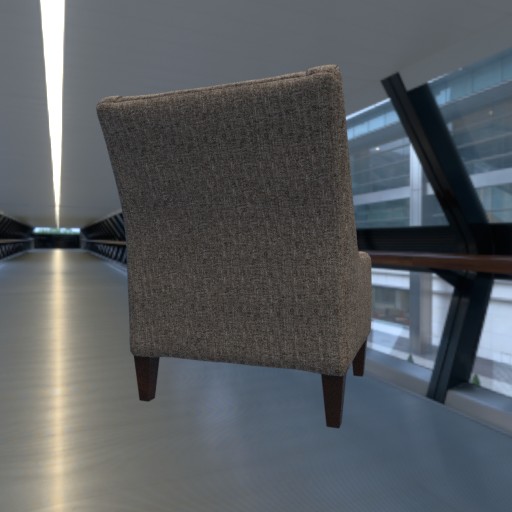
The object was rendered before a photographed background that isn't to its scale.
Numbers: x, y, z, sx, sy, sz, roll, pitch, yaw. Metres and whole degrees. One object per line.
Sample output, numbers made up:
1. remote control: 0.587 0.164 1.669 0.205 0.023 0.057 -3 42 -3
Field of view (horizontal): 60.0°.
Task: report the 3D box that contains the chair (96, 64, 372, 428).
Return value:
1. chair: 0.000 0.000 1.648 0.774 1.014 0.870 0 1 20
